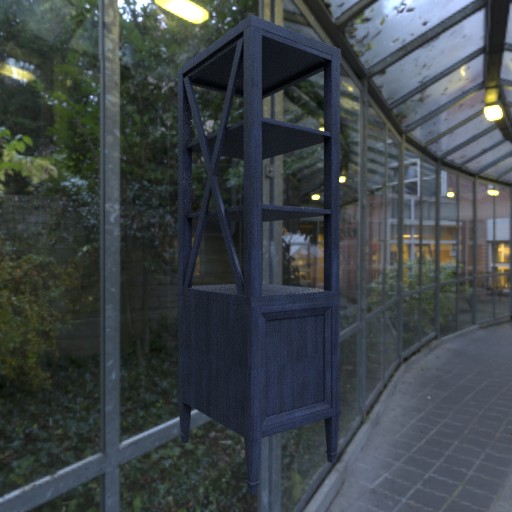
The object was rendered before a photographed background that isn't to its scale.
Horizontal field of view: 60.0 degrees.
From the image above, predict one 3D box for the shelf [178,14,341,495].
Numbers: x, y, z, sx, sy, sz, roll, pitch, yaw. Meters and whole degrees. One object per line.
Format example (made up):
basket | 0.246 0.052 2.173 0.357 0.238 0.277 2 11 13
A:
shelf | 0.000 0.000 1.960 0.472 1.727 0.584 0 0 -36
